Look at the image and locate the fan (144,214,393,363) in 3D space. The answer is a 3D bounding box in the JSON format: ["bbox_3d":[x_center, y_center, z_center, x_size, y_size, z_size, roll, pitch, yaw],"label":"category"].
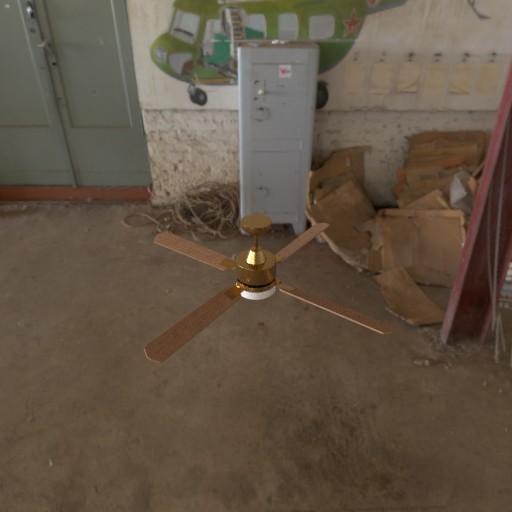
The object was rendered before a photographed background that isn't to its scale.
[{"bbox_3d":[0.000,0.000,2.003,1.320,0.355,1.320,21,37,30],"label":"fan"}]
